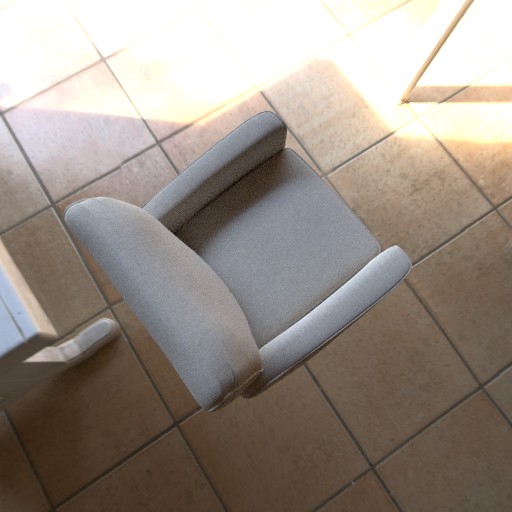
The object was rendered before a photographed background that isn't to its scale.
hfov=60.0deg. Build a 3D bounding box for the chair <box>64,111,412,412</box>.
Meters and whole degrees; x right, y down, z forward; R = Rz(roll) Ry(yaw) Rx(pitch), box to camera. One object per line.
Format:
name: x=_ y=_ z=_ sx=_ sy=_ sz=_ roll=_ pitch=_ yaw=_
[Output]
chair: x=0.000 y=0.000 z=1.674 sx=0.859 sy=1.023 sz=0.845 roll=-38 pitch=79 yaw=-9
